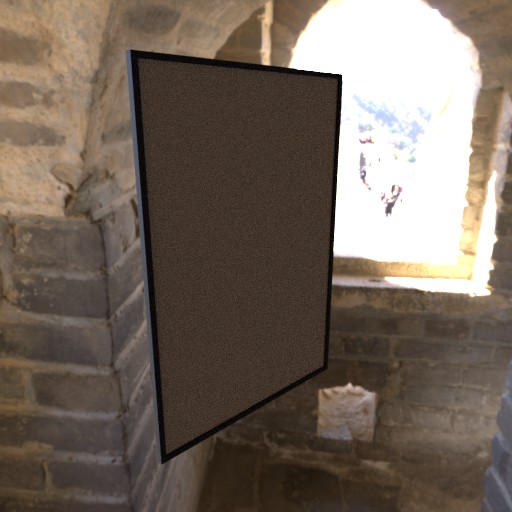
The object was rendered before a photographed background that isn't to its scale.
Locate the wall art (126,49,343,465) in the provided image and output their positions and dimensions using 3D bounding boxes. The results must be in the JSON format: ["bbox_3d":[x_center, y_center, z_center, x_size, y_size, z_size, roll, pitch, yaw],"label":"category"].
[{"bbox_3d":[0.000,0.000,0.827,0.460,0.660,0.013,-15,22,-41],"label":"wall art"}]
